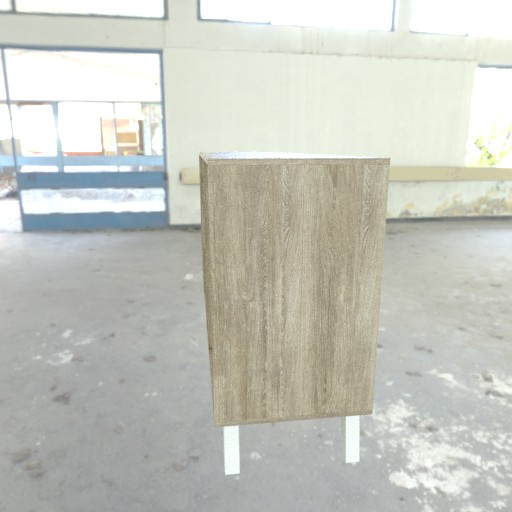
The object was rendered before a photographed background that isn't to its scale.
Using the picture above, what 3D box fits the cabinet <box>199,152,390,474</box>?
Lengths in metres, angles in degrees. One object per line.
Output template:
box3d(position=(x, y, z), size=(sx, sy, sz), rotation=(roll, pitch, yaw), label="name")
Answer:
box3d(position=(0.000, 0.000, 1.938), size=(0.450, 0.870, 1.600), rotation=(-2, 14, -8), label="cabinet")
